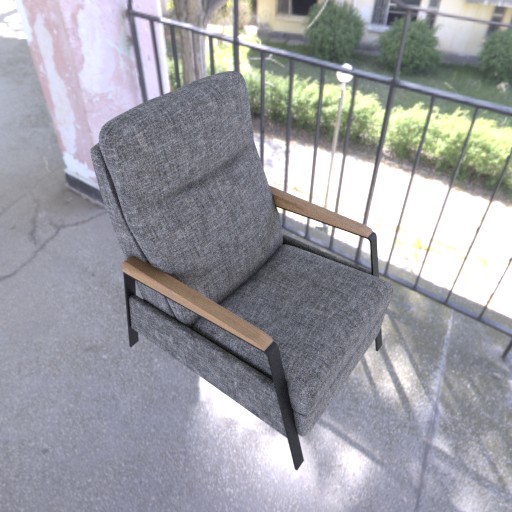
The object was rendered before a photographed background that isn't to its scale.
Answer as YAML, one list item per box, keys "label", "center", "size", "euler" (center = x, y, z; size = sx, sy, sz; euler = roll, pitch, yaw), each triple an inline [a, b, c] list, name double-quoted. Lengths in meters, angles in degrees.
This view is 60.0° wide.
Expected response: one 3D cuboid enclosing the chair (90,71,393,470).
- label: "chair"
  center: [0.000, 0.000, 1.580]
  size: [0.868, 1.042, 0.671]
  euler: [27, 48, 27]
